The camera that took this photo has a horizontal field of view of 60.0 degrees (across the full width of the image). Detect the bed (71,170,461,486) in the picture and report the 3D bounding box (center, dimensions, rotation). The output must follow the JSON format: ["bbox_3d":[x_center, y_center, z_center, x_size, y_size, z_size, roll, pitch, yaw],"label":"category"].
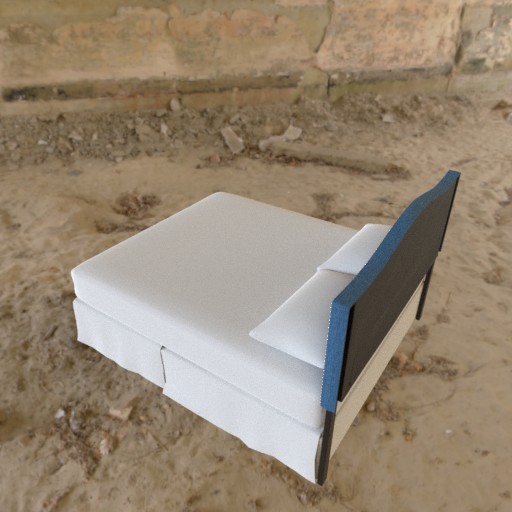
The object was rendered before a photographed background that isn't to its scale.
[{"bbox_3d":[0.000,0.000,2.799,1.872,1.169,1.610,20,37,29],"label":"bed"}]
